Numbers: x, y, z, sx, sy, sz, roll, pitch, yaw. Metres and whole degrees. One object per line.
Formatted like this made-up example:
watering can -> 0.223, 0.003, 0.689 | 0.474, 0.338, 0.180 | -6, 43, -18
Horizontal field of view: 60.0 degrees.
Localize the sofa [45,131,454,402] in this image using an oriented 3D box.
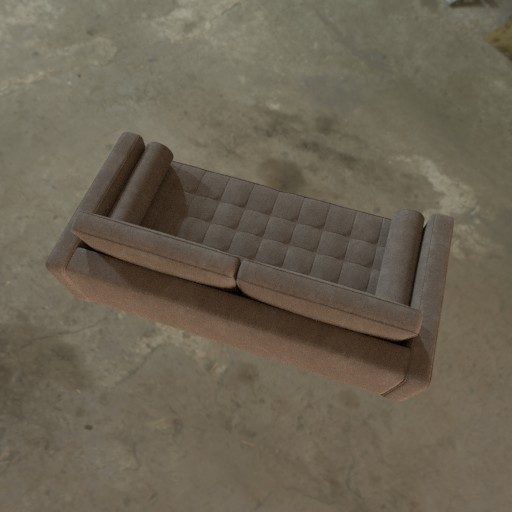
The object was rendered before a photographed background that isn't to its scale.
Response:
sofa -> 0.000, 0.000, 2.348 | 1.883, 0.769, 0.920 | 16, 65, 8
